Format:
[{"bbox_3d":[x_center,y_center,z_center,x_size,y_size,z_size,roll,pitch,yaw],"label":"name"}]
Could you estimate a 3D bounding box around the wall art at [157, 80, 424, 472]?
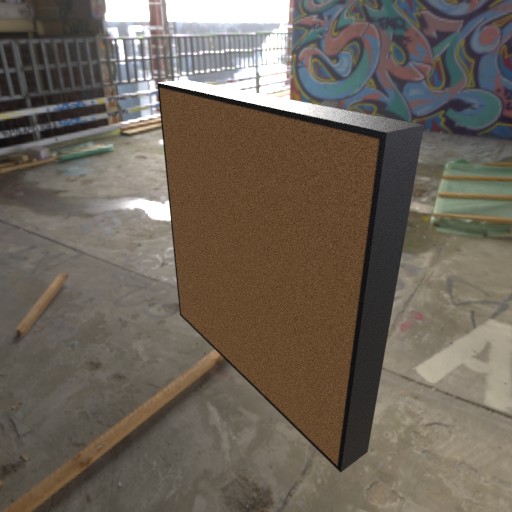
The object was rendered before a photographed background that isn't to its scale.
[{"bbox_3d":[0.000,0.000,0.447,0.037,0.303,0.304,-19,33,-32],"label":"wall art"}]
